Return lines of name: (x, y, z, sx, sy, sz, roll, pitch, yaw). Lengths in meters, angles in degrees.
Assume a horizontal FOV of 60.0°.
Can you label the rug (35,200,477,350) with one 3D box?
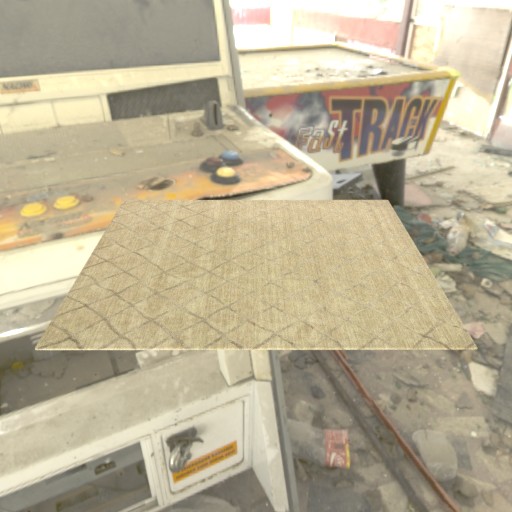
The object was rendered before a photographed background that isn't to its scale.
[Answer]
rug: (0.000, 0.000, 4.067, 3.038, 0.019, 2.420, 0, 32, 0)
